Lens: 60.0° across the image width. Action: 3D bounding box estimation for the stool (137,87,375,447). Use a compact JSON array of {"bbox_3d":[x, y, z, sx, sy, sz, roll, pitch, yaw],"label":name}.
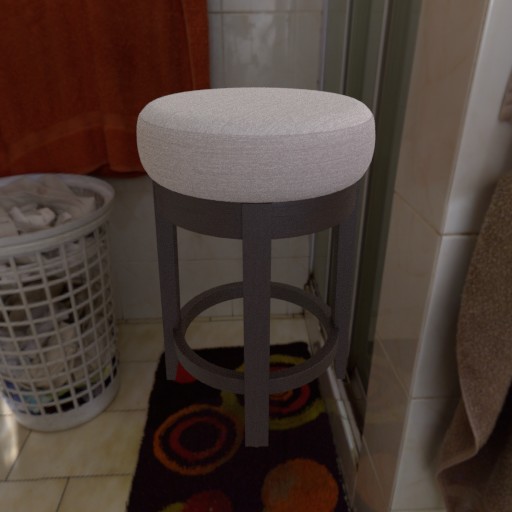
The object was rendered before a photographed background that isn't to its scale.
[{"bbox_3d":[0.000,0.000,0.966,0.443,0.672,0.443,0,27,0],"label":"stool"}]
